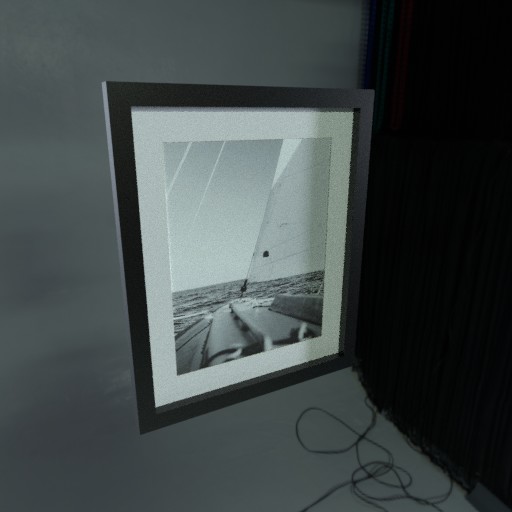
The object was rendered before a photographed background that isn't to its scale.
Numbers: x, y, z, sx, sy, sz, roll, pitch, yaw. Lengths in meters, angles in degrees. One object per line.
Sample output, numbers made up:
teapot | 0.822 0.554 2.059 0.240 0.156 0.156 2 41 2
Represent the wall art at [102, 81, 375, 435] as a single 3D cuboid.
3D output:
wall art | 0.000 0.000 0.781 0.461 0.558 0.031 -9 20 -27
